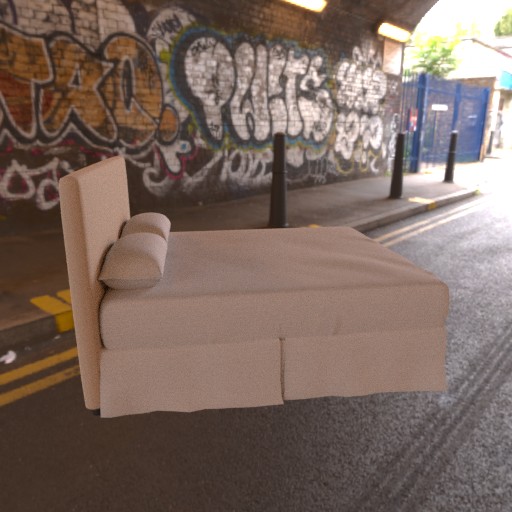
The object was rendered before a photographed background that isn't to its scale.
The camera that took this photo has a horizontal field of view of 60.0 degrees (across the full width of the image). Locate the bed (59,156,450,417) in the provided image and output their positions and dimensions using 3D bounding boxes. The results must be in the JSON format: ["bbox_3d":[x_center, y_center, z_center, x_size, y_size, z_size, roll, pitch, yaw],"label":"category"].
[{"bbox_3d":[0.000,0.000,3.157,2.142,1.330,1.748,-2,16,-9],"label":"bed"}]
